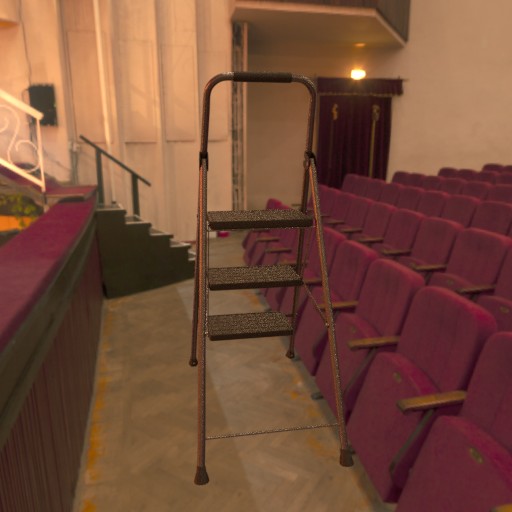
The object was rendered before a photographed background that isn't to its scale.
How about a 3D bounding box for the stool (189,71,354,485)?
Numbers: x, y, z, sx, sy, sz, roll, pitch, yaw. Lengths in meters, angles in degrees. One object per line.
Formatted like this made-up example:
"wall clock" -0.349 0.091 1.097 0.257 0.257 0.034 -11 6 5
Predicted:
"stool" 0.000 0.000 1.484 0.473 1.121 0.733 -2 15 -9
